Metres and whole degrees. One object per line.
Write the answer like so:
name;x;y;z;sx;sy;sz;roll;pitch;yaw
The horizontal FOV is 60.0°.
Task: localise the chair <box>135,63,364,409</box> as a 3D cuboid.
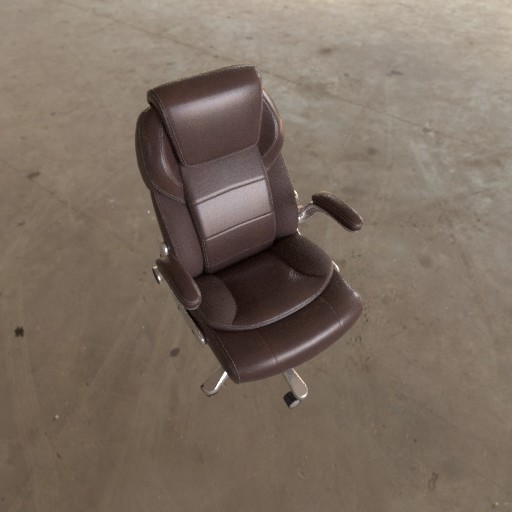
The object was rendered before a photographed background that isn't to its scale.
chair;0.000;0.000;1.681;0.733;1.160;0.774;-24;51;-21
